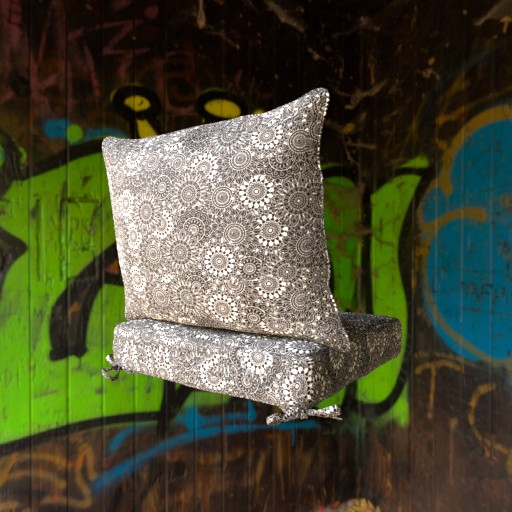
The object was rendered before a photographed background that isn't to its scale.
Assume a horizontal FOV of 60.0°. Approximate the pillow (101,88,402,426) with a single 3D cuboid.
[{"bbox_3d":[0.000,0.000,1.375,0.798,0.722,0.740,1,1,36],"label":"pillow"}]
